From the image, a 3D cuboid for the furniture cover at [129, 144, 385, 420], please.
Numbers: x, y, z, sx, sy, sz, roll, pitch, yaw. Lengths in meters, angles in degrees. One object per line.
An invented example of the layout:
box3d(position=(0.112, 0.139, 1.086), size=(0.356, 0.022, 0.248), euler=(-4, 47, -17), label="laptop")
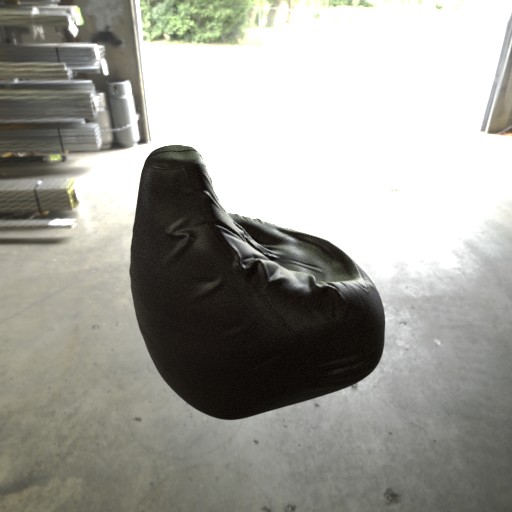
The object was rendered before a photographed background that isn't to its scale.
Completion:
box3d(position=(0.000, 0.000, 1.917), size=(1.070, 0.990, 1.070), euler=(-10, 32, -17), label="furniture cover")
